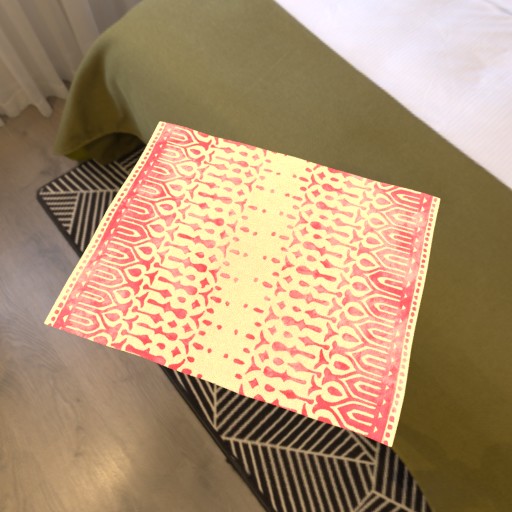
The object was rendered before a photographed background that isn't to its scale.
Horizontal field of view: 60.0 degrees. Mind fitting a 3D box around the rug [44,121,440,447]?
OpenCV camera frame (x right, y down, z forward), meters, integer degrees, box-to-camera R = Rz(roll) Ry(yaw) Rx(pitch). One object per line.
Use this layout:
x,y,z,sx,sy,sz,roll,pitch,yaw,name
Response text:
0.000,0.000,4.144,3.095,0.016,2.441,17,65,8,rug
